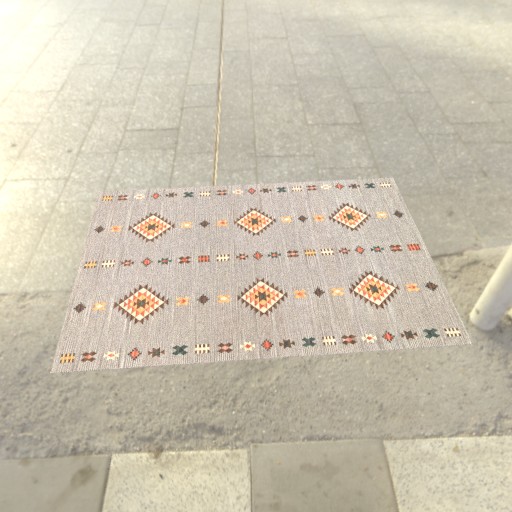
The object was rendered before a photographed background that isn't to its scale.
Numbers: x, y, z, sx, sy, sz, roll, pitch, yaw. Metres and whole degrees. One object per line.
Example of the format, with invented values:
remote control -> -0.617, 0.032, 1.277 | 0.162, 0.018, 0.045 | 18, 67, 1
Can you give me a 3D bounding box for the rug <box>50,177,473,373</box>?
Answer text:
rug -> 0.000, 0.000, 2.316 | 1.818, 0.005, 1.217 | -3, 47, -3
